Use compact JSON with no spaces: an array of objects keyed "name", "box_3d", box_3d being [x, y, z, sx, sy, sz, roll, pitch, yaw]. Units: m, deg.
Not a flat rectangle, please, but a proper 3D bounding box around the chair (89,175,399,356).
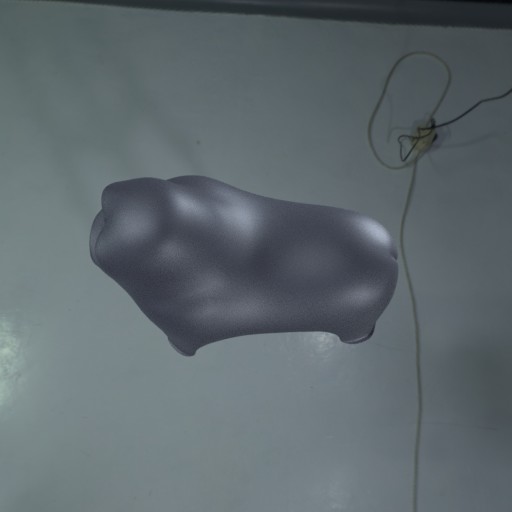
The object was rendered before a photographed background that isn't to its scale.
[{"name":"chair","box_3d":[0.000,0.000,1.123,0.758,0.600,0.490,2,75,0]}]
